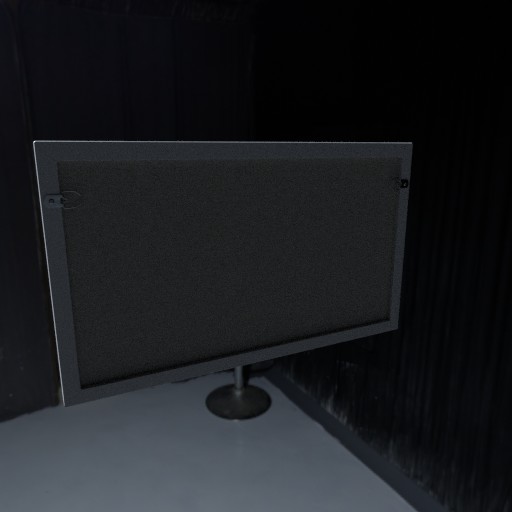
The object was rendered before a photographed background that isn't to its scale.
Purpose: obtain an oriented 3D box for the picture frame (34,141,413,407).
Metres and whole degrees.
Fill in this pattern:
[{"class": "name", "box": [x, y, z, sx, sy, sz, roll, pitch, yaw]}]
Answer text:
[{"class": "picture frame", "box": [0.000, 0.000, 0.762, 0.647, 0.379, 0.044, -7, 15, -26]}]
